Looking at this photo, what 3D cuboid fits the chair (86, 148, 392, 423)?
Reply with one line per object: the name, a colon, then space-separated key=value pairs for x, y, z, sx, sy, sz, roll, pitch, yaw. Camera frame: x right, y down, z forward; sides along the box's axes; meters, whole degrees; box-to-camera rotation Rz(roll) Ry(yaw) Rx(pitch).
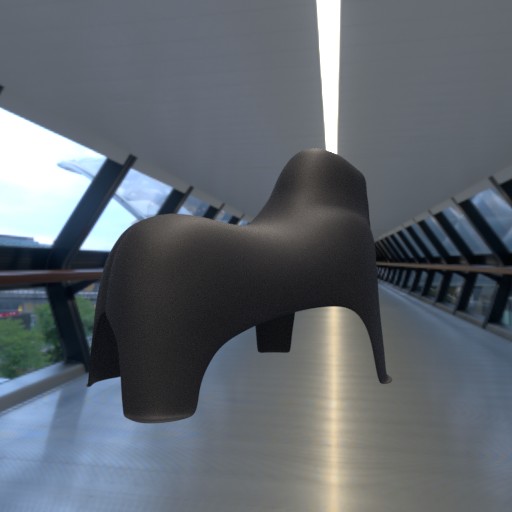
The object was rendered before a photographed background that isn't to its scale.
chair: x=0.000 y=0.000 z=1.118 sx=0.758 sy=0.600 sz=0.490 roll=1 pitch=-2 yaw=-36
